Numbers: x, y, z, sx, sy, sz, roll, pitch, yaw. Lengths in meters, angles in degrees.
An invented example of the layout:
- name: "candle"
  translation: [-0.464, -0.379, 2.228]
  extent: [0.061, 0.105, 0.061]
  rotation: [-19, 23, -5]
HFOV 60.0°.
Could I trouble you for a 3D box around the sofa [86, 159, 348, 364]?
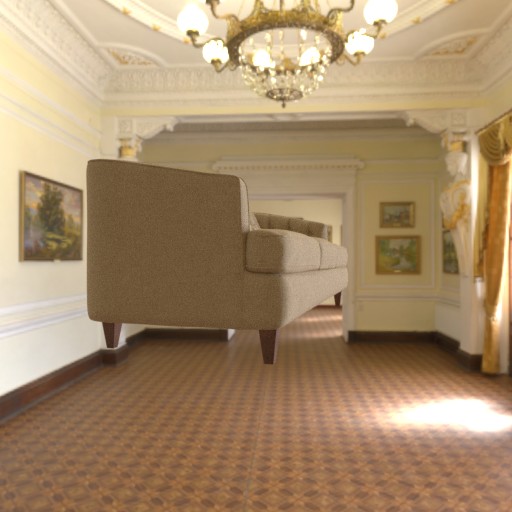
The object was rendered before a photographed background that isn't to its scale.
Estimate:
- name: "sofa"
  translation: [0.000, 0.000, 2.695]
  extent: [0.913, 0.788, 2.235]
  rotation: [0, -1, 17]
